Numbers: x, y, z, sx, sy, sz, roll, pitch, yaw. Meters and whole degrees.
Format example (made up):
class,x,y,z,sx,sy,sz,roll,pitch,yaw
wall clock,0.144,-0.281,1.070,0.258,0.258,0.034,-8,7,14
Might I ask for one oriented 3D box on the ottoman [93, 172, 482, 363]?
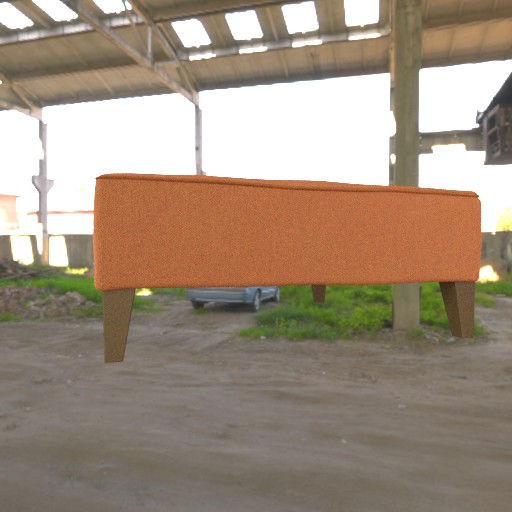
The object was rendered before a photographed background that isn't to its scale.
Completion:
class,x,y,z,sx,sy,sz,roll,pitch,yaw
ottoman,0.000,0.000,1.510,0.999,0.438,0.997,0,0,-17
